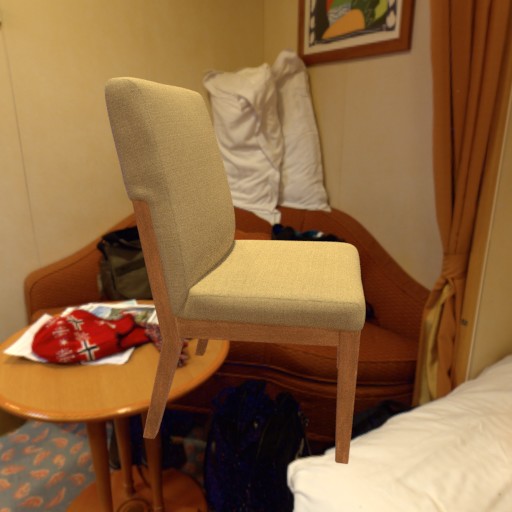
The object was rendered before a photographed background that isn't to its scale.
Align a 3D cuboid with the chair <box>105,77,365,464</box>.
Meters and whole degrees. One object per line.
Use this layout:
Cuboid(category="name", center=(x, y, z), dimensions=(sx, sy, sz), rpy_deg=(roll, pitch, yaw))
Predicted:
Cuboid(category="chair", center=(0.000, 0.000, 1.240), dimensions=(0.586, 0.911, 0.507), rpy_deg=(3, 17, 10))
